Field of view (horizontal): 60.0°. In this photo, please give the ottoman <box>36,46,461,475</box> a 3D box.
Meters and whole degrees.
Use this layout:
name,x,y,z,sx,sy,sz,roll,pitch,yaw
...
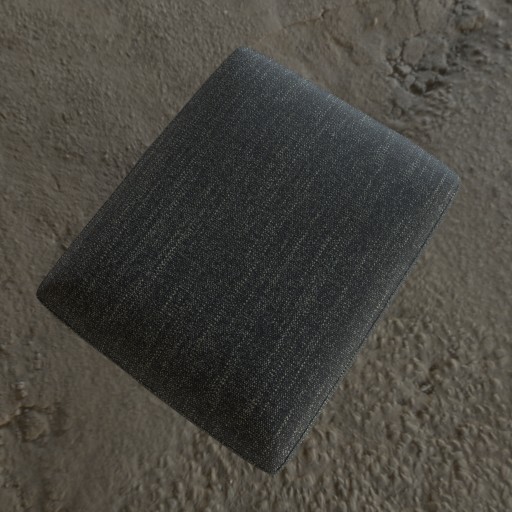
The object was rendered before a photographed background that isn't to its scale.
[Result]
name,x,y,z,sx,sy,sz,roll,pitch,yaw
ottoman,0.000,0.000,1.186,0.667,0.491,0.814,34,78,8
